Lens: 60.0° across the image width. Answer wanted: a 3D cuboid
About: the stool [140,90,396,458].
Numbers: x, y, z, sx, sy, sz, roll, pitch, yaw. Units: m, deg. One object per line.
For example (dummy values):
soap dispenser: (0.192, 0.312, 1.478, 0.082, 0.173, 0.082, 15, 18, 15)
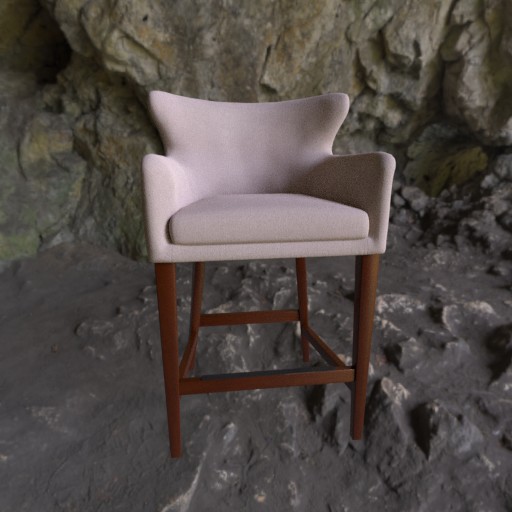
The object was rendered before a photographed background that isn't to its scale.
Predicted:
stool: (0.000, 0.000, 1.337, 0.601, 0.951, 0.570, -2, 16, -8)
